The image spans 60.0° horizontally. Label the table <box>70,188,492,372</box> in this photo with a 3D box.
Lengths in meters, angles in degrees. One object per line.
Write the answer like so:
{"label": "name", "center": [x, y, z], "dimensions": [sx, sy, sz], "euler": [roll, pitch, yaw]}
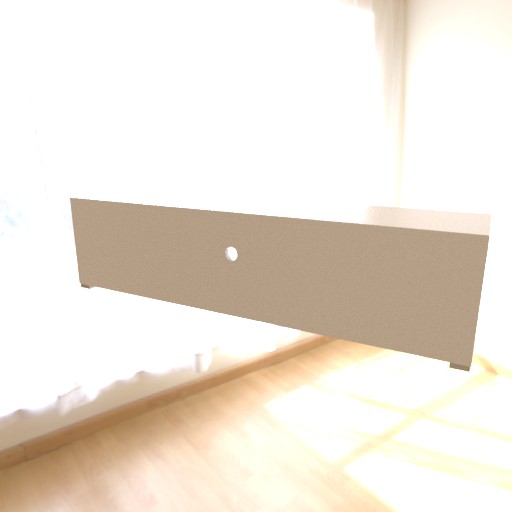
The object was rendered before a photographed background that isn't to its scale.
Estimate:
{"label": "table", "center": [0.000, 0.000, 1.803], "dimensions": [1.650, 0.420, 0.390], "euler": [8, 17, 27]}
